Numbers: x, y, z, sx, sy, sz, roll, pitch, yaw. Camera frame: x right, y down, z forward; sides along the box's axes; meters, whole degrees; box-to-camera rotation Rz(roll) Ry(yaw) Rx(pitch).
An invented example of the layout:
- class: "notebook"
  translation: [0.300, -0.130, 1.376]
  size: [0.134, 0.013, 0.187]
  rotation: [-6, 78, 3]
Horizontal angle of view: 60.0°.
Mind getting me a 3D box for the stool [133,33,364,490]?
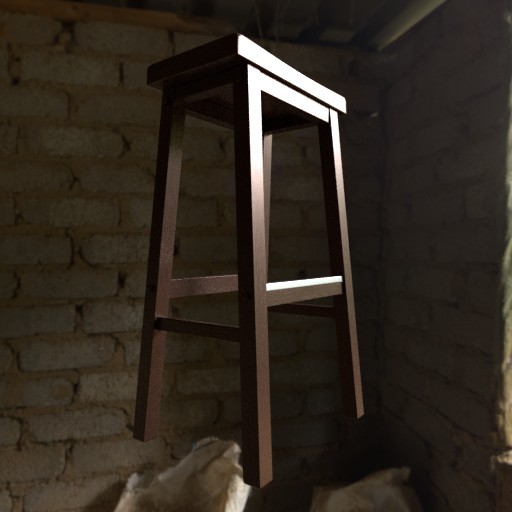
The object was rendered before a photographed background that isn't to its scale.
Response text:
- class: "stool"
  translation: [0.000, 0.000, 0.960]
  size: [0.322, 0.742, 0.406]
  rotation: [1, 1, 37]
